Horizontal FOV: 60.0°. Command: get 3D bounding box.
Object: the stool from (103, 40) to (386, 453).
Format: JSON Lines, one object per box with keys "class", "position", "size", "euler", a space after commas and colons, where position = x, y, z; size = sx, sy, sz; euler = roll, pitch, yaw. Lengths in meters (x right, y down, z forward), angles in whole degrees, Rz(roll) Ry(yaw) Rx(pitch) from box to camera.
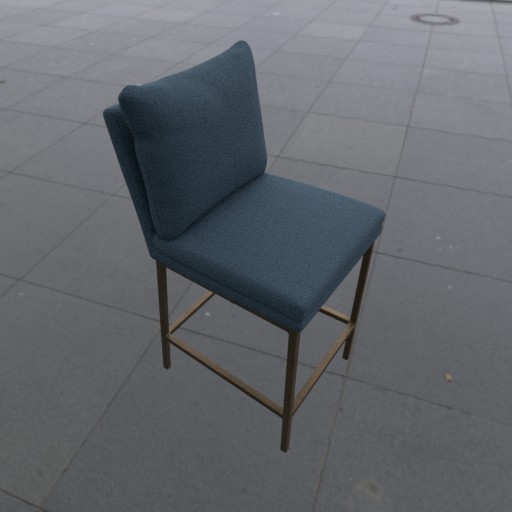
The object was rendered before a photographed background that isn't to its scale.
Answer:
{"class": "stool", "position": [0.000, 0.000, 1.295], "size": [0.568, 1.032, 0.463], "euler": [25, 46, 26]}
